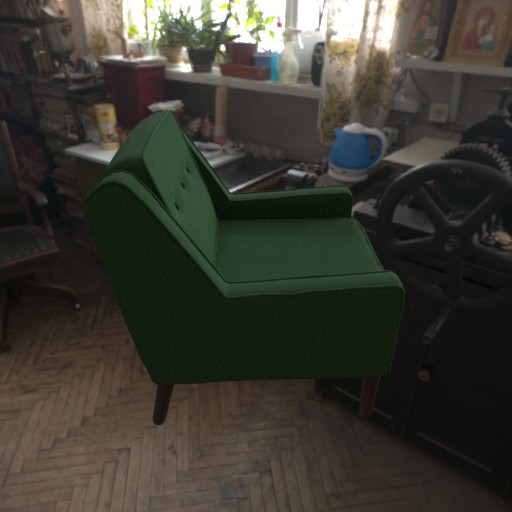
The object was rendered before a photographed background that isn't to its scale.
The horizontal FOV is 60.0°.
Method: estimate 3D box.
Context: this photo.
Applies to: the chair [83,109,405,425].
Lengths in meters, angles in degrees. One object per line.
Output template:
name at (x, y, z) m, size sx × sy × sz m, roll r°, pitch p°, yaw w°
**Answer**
chair at (0.000, 0.000, 1.360) m, size 0.743 × 0.792 × 0.663 m, roll -1°, pitch 31°, yaw -2°
